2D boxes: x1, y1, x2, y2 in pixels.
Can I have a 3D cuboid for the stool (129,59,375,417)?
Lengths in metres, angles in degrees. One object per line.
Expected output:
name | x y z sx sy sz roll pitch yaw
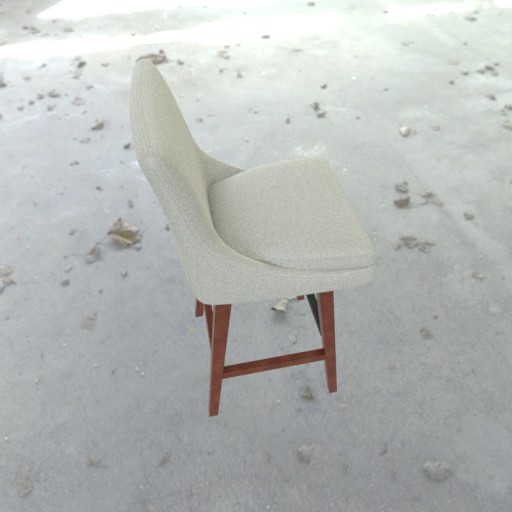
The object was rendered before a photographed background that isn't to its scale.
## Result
stool | 0.000 0.000 1.372 0.559 1.092 0.470 -9 47 -8
